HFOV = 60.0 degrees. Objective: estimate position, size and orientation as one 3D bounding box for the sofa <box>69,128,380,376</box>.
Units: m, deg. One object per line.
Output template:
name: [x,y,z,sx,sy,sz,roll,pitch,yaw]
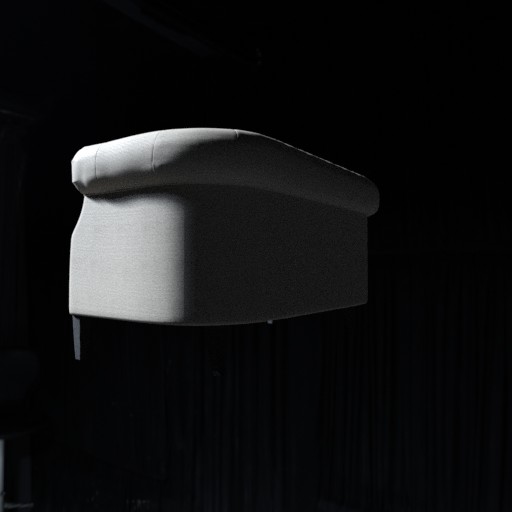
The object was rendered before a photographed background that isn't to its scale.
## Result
sofa: [0.000,0.000,2.087,0.835,0.827,1.558,-1,-2,36]
